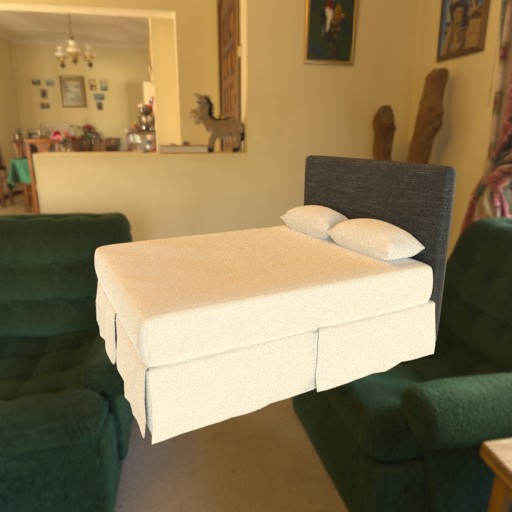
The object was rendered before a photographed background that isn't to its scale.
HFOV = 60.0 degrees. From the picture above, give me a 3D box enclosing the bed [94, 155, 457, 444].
[{"bbox_3d":[0.000,0.000,3.232,2.142,1.330,1.723,-8,17,-26],"label":"bed"}]
